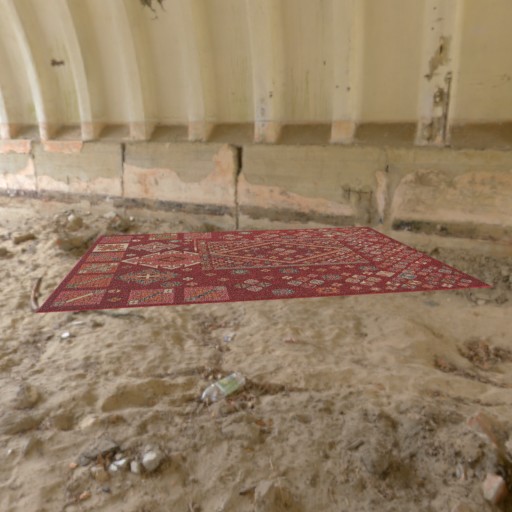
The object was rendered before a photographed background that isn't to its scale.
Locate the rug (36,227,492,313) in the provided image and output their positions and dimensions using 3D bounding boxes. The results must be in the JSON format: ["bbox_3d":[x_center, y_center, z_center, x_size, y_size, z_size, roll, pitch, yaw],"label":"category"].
[{"bbox_3d":[0.000,0.000,4.295,3.306,0.011,2.389,-2,15,-9],"label":"rug"}]
